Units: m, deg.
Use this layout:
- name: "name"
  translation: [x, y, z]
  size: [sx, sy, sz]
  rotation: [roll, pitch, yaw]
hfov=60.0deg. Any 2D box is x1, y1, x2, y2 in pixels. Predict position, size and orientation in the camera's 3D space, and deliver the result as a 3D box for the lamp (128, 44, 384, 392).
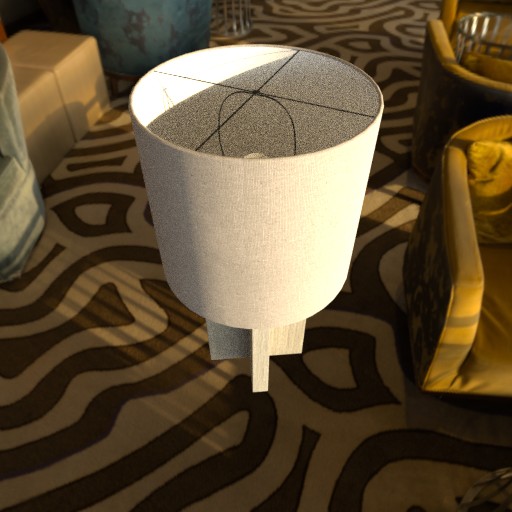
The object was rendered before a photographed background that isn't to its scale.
- name: "lamp"
  translation: [0.000, 0.000, 0.555]
  size: [0.229, 0.428, 0.229]
  rotation: [-4, 45, -4]
